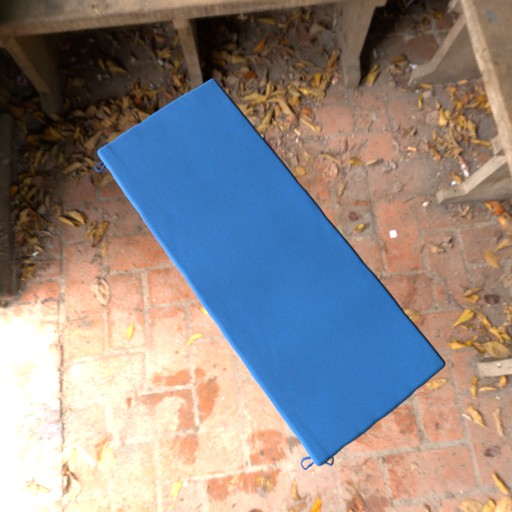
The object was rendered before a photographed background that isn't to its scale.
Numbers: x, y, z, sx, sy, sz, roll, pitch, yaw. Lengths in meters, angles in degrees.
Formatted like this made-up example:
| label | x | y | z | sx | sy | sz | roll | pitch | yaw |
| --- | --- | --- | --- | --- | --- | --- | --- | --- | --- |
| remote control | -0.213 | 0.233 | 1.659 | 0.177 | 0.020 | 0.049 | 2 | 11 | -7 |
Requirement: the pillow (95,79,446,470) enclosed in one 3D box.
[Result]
| label | x | y | z | sx | sy | sz | roll | pitch | yaw |
| --- | --- | --- | --- | --- | --- | --- | --- | --- | --- |
| pillow | 0.000 | 0.000 | 1.335 | 0.492 | 0.081 | 1.187 | -35 | 78 | -9 |
